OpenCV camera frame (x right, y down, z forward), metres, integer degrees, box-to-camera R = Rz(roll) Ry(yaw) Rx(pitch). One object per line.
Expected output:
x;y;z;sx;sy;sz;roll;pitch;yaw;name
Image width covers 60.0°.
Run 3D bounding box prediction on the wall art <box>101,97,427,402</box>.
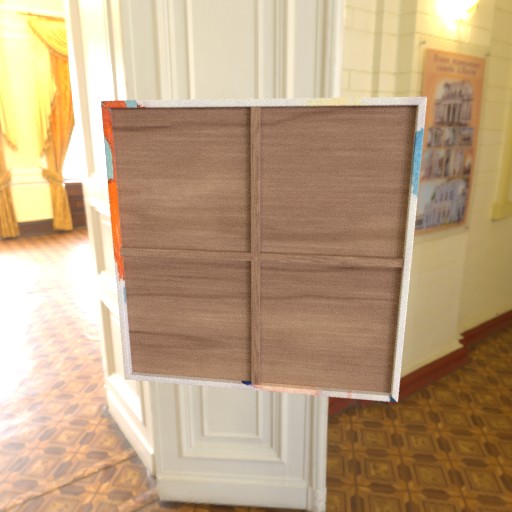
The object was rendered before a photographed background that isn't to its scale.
0.000;0.000;1.218;0.814;0.814;0.037;2;15;8;wall art
